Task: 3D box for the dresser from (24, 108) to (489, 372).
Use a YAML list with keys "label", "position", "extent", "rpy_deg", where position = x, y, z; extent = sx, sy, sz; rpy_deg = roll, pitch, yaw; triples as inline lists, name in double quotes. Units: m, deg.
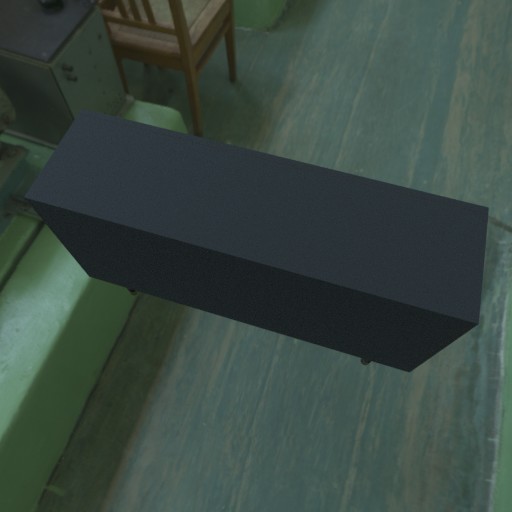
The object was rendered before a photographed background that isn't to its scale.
- label: "dresser"
  position: [0.000, 0.000, 1.936]
  extent: [1.558, 0.872, 0.463]
  rpy_deg: [15, 64, 8]
